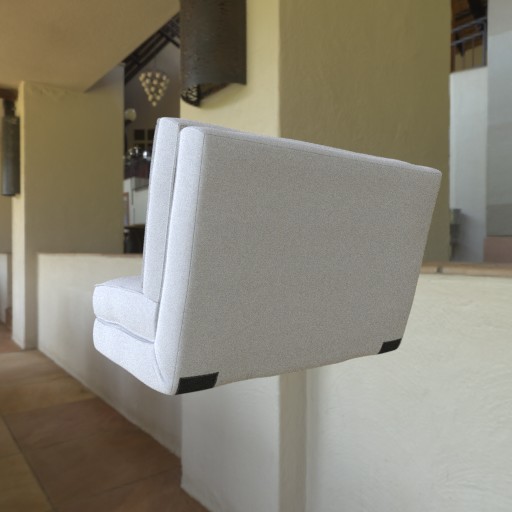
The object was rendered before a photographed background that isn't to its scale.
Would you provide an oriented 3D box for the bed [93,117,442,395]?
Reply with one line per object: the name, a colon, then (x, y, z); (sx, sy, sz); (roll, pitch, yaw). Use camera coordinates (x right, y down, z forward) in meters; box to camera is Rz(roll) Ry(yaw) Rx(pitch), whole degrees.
bed: (0.000, 0.000, 1.332); (0.799, 0.614, 0.749); (0, 1, -35)
